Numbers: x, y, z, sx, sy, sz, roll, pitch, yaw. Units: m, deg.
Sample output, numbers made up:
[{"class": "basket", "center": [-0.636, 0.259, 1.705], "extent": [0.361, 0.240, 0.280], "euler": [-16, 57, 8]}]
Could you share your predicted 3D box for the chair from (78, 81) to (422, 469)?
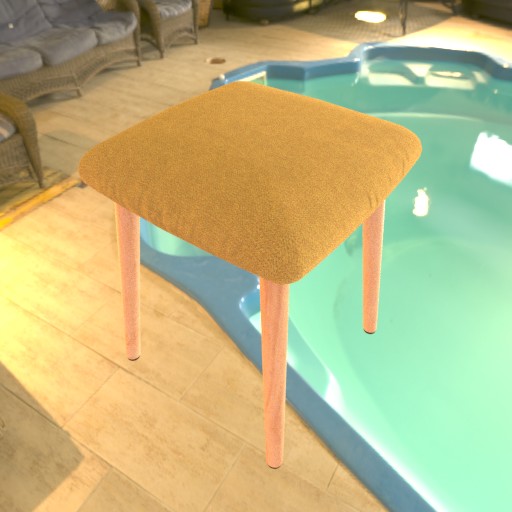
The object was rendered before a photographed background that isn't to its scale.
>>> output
[{"class": "chair", "center": [0.000, 0.000, 0.699], "extent": [0.350, 0.440, 0.350], "euler": [27, 48, 27]}]
